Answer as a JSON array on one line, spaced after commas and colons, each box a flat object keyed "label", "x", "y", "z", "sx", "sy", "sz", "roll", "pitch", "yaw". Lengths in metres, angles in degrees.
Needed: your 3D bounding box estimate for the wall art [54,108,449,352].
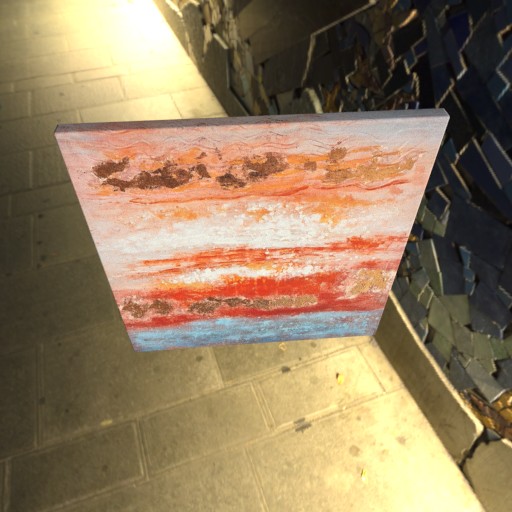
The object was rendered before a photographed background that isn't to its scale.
[{"label": "wall art", "x": 0.000, "y": 0.000, "z": 1.111, "sx": 0.747, "sy": 0.747, "sz": 0.035, "roll": -3, "pitch": 46, "yaw": -3}]
